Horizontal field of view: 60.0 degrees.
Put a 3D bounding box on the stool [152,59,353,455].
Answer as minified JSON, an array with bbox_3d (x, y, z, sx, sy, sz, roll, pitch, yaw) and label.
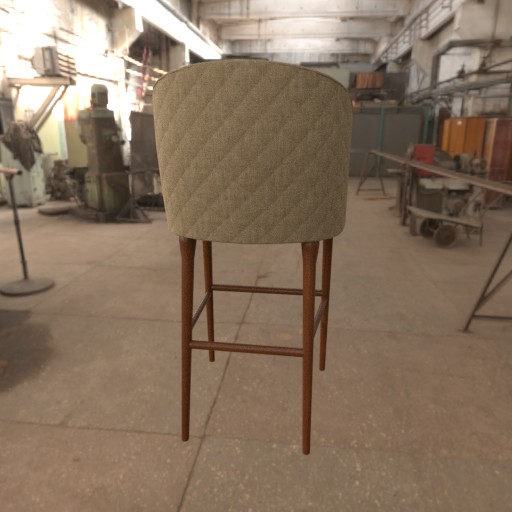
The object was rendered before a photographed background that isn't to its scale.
[{"bbox_3d":[0.000,0.000,1.417,0.559,1.078,0.607,2,16,9],"label":"stool"}]
